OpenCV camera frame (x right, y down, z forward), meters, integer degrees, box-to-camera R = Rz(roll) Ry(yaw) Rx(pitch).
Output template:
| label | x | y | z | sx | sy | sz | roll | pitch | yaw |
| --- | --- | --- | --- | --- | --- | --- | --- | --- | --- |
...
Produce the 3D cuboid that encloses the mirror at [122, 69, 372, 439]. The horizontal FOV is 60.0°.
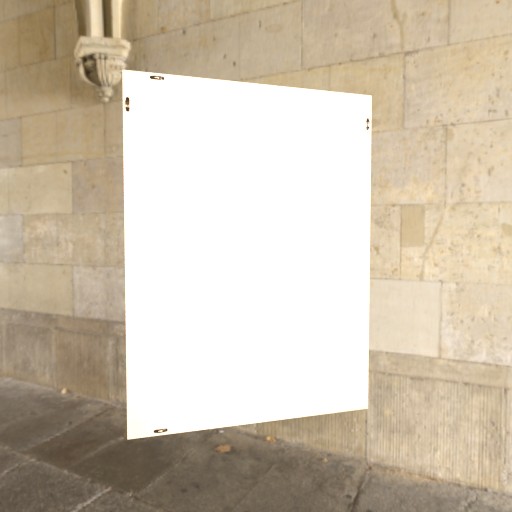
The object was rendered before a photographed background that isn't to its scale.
| label | x | y | z | sx | sy | sz | roll | pitch | yaw |
| --- | --- | --- | --- | --- | --- | --- | --- | --- | --- |
| mirror | 0.000 | 0.000 | 1.342 | 0.762 | 1.016 | 0.040 | -1 | 3 | -17 |
